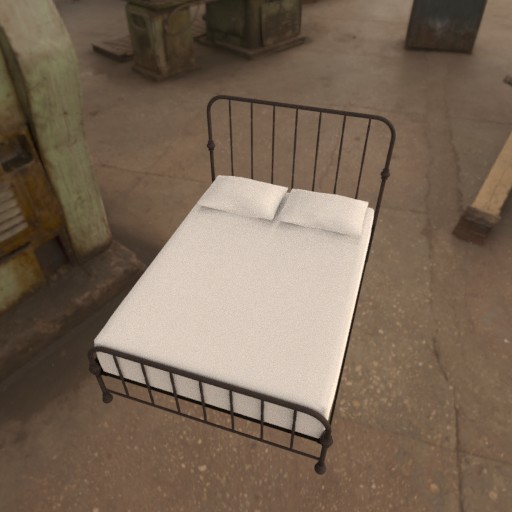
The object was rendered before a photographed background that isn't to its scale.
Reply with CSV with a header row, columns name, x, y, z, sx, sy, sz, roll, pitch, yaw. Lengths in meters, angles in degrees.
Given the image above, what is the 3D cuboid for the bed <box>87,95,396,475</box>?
name,x,y,z,sx,sy,sz,roll,pitch,yaw
bed,0.000,0.000,3.234,1.616,1.446,2.134,13,43,14
